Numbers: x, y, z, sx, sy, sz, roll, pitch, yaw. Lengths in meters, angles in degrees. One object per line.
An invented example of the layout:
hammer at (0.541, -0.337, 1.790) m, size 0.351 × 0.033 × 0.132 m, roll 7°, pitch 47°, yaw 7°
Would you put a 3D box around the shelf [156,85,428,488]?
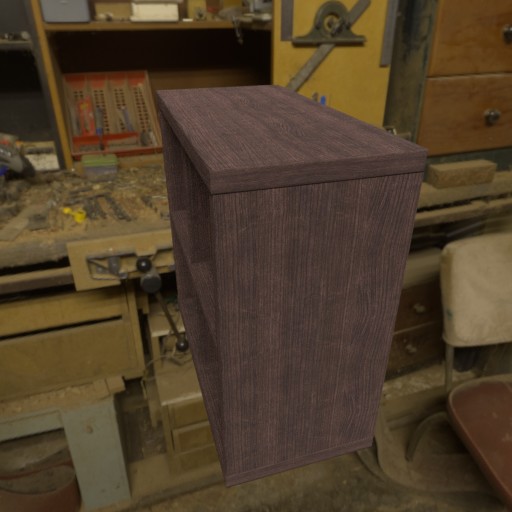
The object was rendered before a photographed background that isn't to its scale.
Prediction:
shelf at (0.000, 0.000, 1.248) m, size 0.390 × 0.786 × 0.790 m, roll -8°, pitch 30°, yaw -15°
